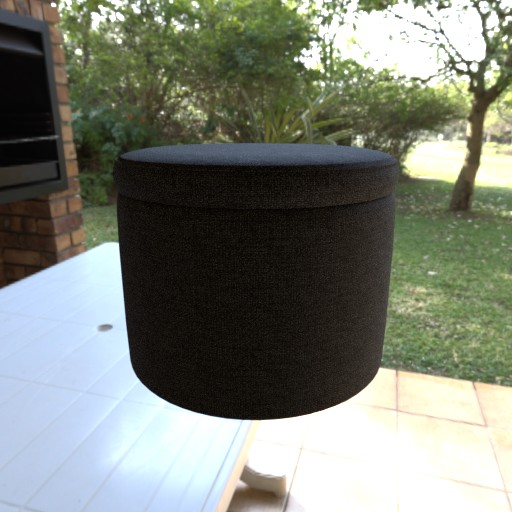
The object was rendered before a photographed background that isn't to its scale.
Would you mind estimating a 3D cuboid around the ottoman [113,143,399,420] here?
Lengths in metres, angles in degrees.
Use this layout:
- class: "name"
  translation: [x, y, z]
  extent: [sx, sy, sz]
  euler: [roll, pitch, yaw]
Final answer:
- class: "ottoman"
  translation: [0.000, 0.000, 0.888]
  extent: [0.520, 0.430, 0.520]
  euler: [0, 17, 0]
